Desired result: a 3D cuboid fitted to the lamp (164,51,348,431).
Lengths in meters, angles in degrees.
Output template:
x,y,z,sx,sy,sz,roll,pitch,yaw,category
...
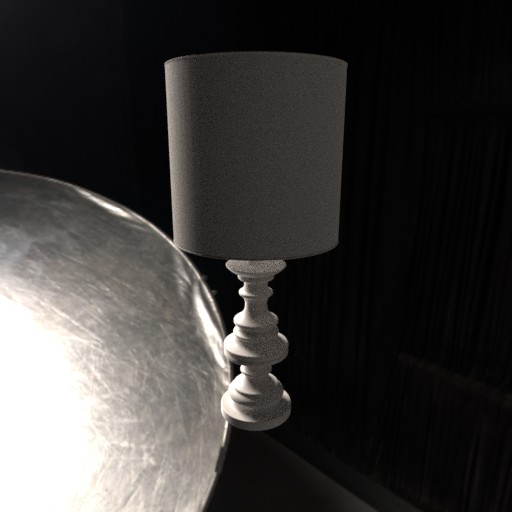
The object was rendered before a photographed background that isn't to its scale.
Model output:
x,y,z,sx,sy,sz,roll,pitch,yaw,category
0.000,0.000,0.576,0.208,0.455,0.208,-15,21,-42,lamp
